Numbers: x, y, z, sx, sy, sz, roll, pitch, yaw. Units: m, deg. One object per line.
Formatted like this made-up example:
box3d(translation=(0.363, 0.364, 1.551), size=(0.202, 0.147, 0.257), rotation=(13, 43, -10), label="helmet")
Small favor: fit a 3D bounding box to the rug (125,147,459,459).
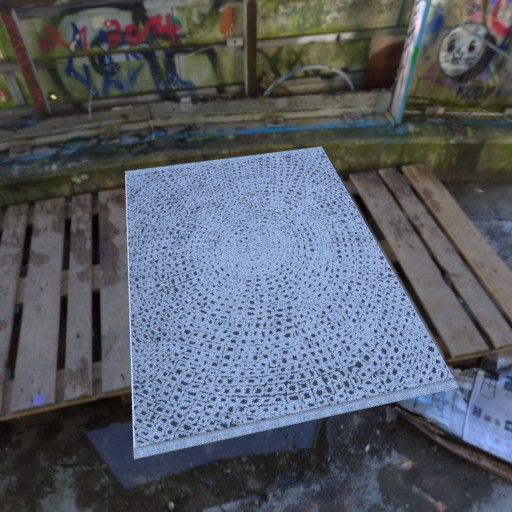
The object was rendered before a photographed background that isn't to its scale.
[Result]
box3d(translation=(0.000, 0.000, 2.107), size=(1.190, 0.003, 1.634), rotation=(-9, 48, -8), label="rug")
